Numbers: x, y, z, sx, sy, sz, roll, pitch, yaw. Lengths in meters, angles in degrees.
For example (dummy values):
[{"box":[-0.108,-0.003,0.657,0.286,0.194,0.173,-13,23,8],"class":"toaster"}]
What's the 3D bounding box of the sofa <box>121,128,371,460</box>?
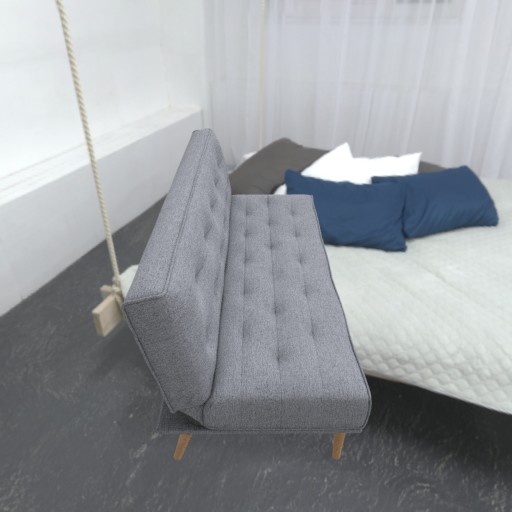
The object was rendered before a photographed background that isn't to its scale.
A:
[{"box":[0.000,0.000,2.274,0.810,0.830,1.820,0,31,0],"class":"sofa"}]
